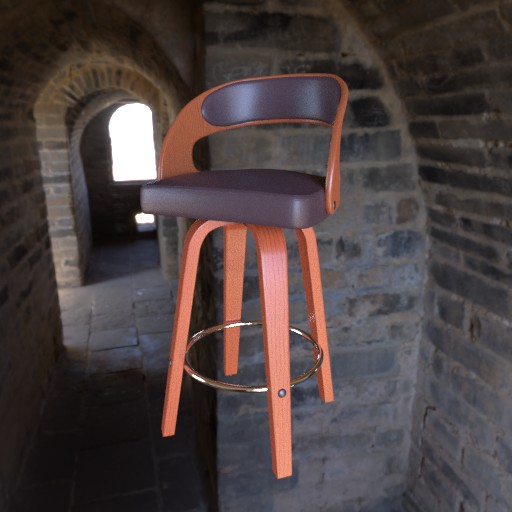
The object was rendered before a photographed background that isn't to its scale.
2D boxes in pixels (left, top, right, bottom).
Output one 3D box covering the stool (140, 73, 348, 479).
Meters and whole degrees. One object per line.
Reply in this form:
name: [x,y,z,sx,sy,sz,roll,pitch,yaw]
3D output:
stool: [0.000,0.000,1.170,0.457,0.940,0.457,8,17,25]
